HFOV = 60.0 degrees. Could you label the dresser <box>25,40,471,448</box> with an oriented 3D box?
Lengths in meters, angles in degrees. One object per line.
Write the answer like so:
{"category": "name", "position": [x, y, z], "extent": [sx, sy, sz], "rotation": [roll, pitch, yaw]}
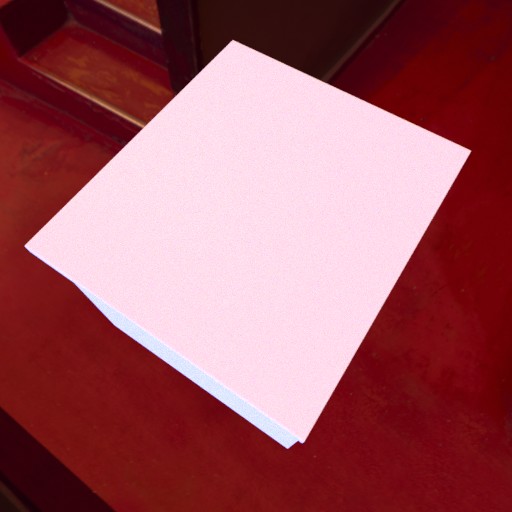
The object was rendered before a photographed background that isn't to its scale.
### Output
{"category": "dresser", "position": [0.000, 0.000, 0.719], "extent": [0.400, 0.360, 0.430], "rotation": [31, 68, 14]}
